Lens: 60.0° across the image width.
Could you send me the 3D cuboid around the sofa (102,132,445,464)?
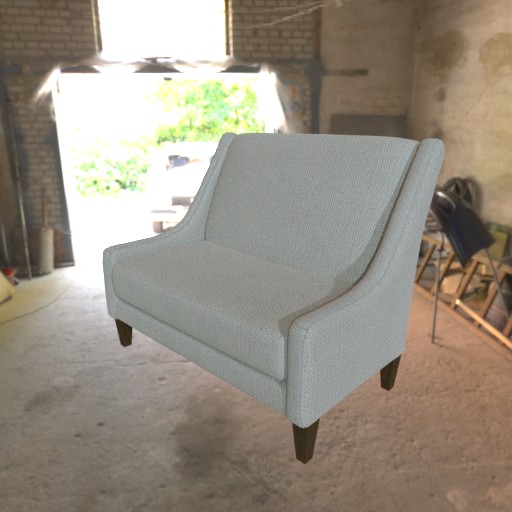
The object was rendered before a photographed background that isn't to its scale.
[{"bbox_3d":[0.000,0.000,1.955,1.242,1.022,0.870,16,23,41],"label":"sofa"}]
